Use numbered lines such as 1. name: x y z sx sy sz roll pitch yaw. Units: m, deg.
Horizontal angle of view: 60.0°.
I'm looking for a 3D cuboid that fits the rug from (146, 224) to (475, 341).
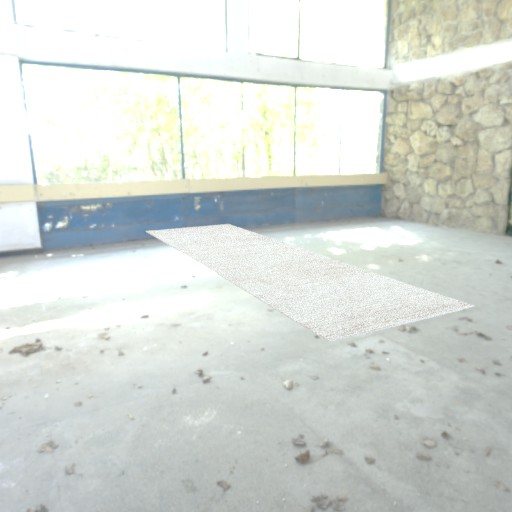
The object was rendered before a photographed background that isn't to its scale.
1. rug: 0.000 0.000 2.582 0.712 0.013 2.346 -7 15 -27
